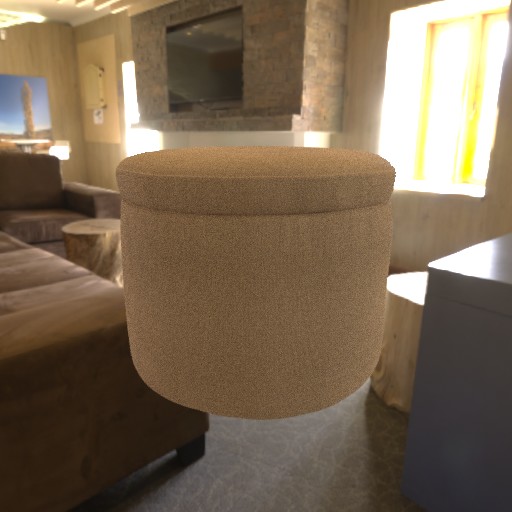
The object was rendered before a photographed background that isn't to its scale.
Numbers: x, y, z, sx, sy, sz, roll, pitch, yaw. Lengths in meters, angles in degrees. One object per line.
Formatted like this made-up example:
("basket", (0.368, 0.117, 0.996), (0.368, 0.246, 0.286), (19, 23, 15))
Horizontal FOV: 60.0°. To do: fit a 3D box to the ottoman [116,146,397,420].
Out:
("ottoman", (0.000, 0.000, 0.857), (0.497, 0.409, 0.497), (0, 16, 0))
